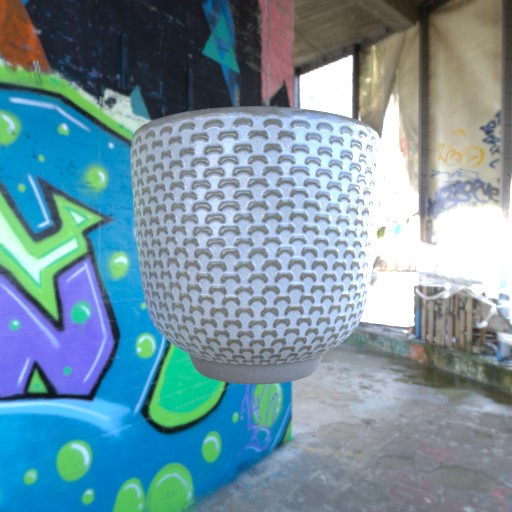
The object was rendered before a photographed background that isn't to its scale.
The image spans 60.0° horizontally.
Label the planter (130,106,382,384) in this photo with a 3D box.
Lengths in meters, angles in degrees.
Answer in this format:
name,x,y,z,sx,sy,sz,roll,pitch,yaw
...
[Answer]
name,x,y,z,sx,sy,sz,roll,pitch,yaw
planter,0.000,0.000,0.317,0.173,0.160,0.173,0,1,0
